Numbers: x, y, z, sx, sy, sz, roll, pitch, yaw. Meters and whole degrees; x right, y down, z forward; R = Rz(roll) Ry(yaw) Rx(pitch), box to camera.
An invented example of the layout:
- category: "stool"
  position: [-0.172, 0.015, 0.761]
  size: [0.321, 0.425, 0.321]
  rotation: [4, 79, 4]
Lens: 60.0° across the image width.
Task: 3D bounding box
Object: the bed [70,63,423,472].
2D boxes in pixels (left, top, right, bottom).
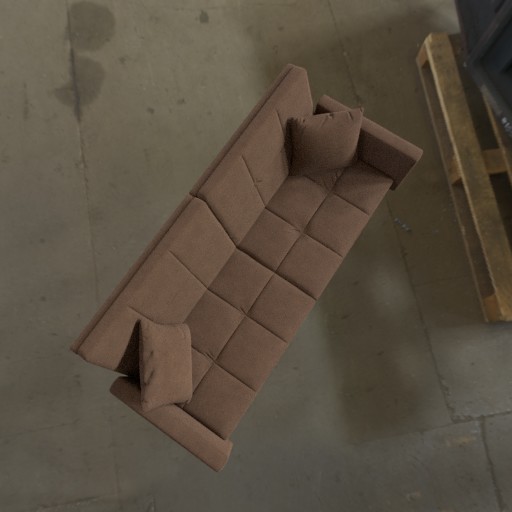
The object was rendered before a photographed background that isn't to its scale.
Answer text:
- category: "bed"
  position: [0.000, 0.000, 2.362]
  size: [0.889, 0.787, 1.905]
  rotation: [33, 77, 8]
